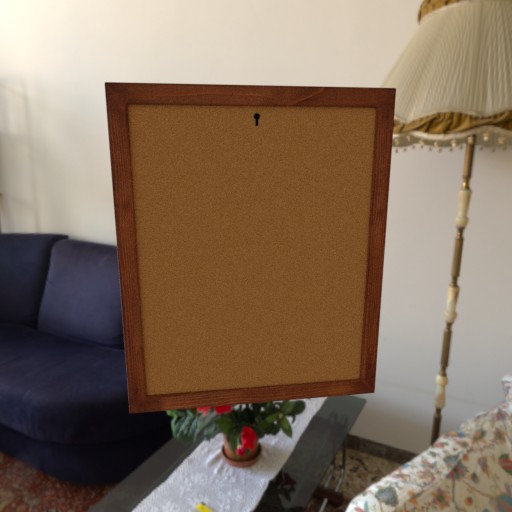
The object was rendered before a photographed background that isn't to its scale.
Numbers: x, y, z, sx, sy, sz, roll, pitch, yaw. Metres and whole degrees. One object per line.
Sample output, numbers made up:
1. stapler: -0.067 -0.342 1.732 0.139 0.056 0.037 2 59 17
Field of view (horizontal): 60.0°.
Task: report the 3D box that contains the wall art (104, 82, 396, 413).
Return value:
1. wall art: 0.000 0.000 0.775 0.462 0.558 0.030 -2 14 -8
